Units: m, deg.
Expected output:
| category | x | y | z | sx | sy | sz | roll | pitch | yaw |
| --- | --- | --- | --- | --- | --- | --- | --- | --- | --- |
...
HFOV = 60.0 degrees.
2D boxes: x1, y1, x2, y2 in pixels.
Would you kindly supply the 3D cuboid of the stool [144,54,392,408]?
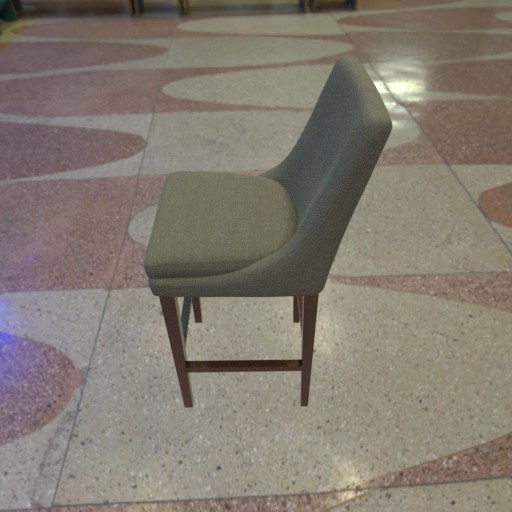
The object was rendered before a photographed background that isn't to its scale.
| category | x | y | z | sx | sy | sz | roll | pitch | yaw |
| --- | --- | --- | --- | --- | --- | --- | --- | --- | --- |
| stool | 0.000 | 0.000 | 1.380 | 0.577 | 1.078 | 0.470 | 0 | 42 | 0 |
